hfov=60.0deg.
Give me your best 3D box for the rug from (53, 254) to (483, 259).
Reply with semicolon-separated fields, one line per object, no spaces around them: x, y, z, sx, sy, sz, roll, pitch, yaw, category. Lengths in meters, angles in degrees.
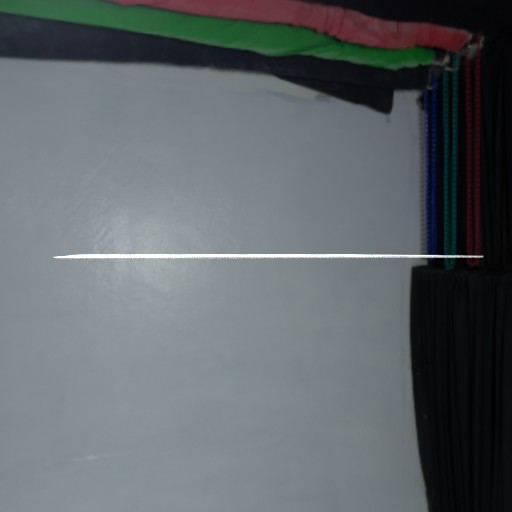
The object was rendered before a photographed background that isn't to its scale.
0.000;0.000;2.320;1.813;0.006;1.202;0;1;-18;rug
